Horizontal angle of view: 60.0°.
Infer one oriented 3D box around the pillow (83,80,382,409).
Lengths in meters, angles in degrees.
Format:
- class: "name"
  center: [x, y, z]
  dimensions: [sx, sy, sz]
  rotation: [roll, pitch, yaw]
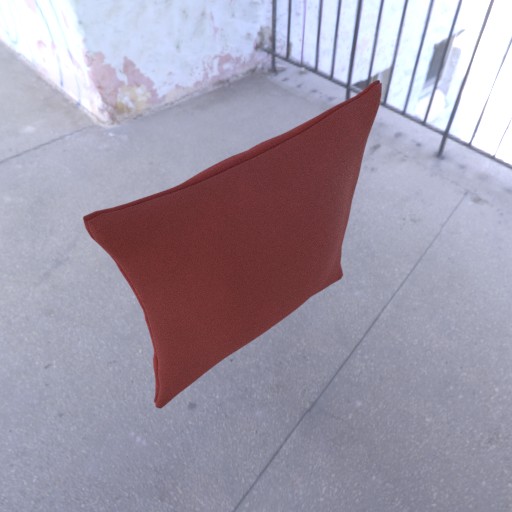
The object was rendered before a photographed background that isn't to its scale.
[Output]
- class: "pillow"
  center: [0.000, 0.000, 0.662]
  dimensions: [0.435, 0.416, 0.151]
  rotation: [-32, 55, -25]
